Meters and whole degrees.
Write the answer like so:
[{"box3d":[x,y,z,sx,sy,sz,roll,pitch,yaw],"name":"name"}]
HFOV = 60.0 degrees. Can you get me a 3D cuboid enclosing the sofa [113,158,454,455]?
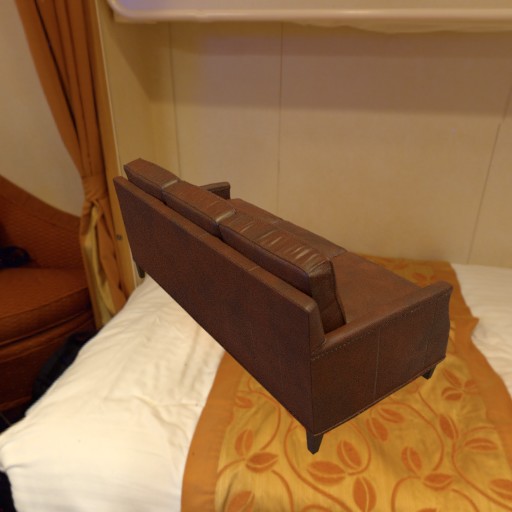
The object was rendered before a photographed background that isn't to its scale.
[{"box3d":[0.000,0.000,2.888,1.084,1.003,2.240,-18,31,-31],"name":"sofa"}]
